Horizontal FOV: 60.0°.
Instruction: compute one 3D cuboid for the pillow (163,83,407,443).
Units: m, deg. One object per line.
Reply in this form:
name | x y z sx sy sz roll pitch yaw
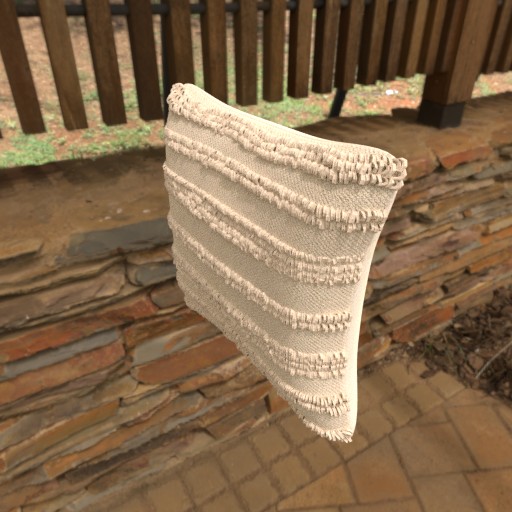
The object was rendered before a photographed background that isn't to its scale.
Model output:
pillow | 0.000 0.000 0.651 0.145 0.427 0.437 -21 37 -30
